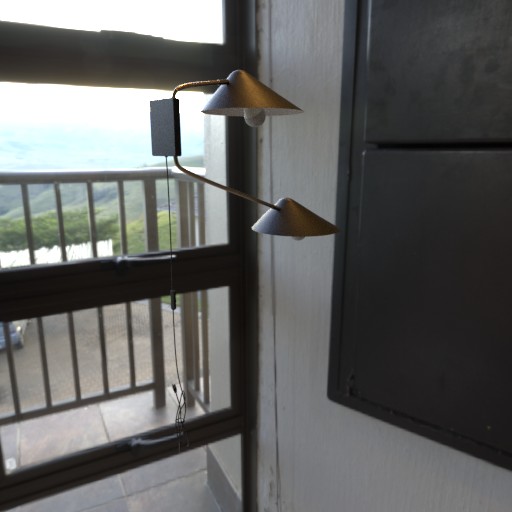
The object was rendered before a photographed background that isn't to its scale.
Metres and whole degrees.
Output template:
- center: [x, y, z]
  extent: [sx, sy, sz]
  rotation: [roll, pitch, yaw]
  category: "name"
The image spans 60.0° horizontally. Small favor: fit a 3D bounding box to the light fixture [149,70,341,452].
- center: [0.000, 0.000, 0.861]
  extent: [0.189, 0.665, 0.422]
  rotation: [13, 19, 43]
  category: "light fixture"
